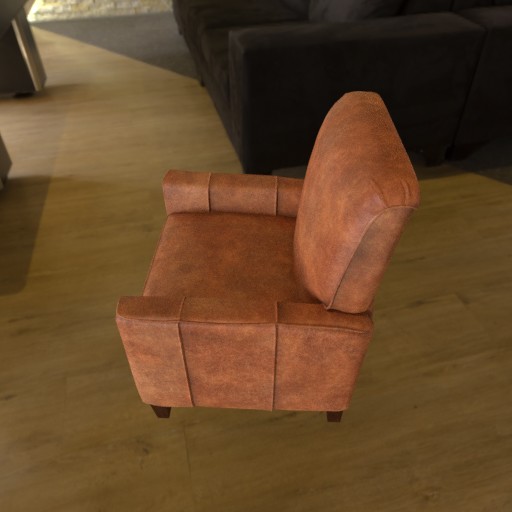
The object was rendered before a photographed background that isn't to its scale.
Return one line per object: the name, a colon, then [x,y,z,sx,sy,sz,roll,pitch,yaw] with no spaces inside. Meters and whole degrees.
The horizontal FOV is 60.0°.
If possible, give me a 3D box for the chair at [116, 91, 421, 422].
chair: [0.000,0.000,1.644,0.836,1.043,0.843,1,41,2]
